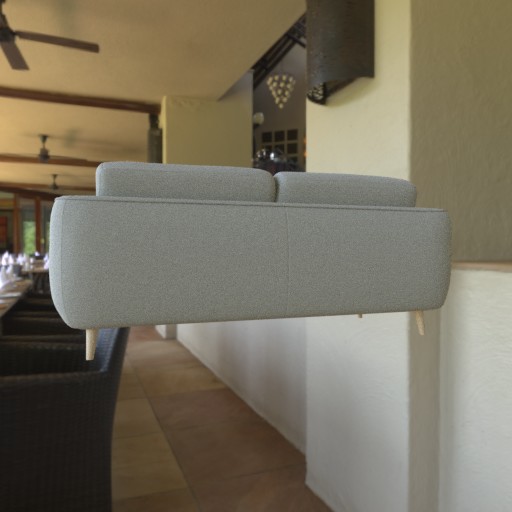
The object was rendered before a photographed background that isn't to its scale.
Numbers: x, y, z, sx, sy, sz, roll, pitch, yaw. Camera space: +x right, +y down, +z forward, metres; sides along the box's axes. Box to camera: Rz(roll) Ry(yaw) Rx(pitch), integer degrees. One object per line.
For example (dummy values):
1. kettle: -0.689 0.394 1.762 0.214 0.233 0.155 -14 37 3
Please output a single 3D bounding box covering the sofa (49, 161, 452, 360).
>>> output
1. sofa: 0.000 0.000 2.415 2.000 0.850 0.920 0 1 -19
